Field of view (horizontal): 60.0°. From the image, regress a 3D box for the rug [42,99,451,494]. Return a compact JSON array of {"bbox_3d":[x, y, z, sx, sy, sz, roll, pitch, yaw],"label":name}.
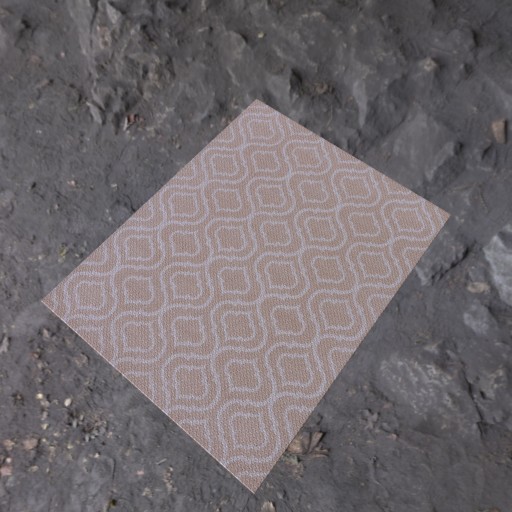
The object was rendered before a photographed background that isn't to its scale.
[{"bbox_3d":[0.000,0.000,3.891,2.286,0.013,2.894,36,69,16],"label":"rug"}]
